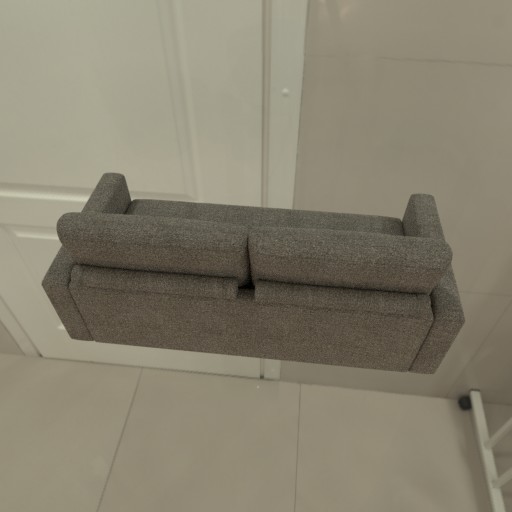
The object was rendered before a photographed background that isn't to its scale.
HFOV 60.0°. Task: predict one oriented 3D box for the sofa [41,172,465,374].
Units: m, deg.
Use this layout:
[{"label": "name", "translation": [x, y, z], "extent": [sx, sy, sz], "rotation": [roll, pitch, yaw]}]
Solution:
[{"label": "sofa", "translation": [0.000, 0.000, 2.263], "extent": [1.821, 0.902, 0.863], "rotation": [5, 47, 4]}]
